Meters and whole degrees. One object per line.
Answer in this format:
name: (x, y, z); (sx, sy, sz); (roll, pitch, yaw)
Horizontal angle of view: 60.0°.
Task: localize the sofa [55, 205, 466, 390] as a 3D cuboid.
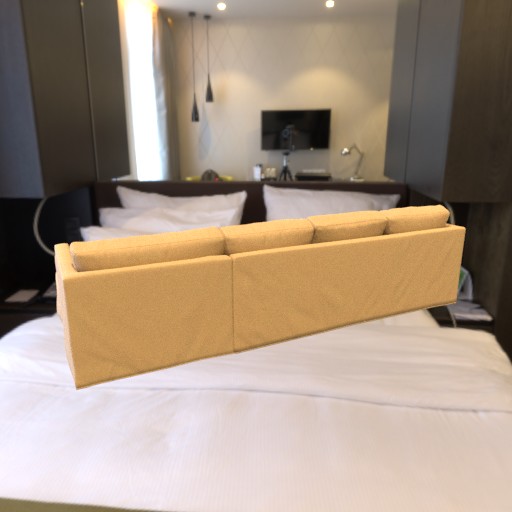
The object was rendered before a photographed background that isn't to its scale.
sofa: (0.000, 0.000, 3.840); (3.206, 0.871, 1.622); (-7, 17, -25)
